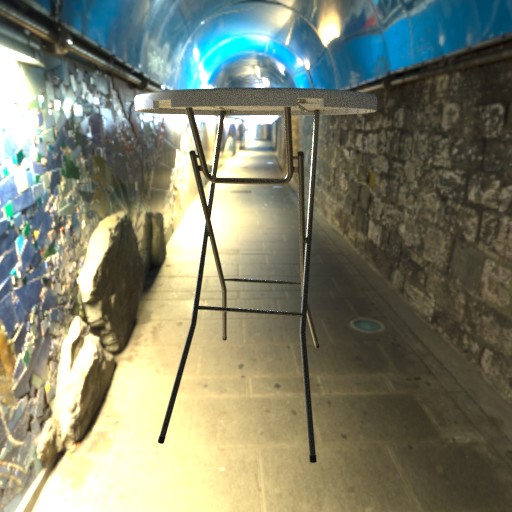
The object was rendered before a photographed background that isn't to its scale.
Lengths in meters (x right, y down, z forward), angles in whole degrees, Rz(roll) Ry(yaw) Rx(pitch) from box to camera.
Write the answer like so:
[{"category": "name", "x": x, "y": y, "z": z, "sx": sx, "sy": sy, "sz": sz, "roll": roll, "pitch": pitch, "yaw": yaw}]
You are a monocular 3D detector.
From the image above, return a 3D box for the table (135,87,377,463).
[{"category": "table", "x": 0.000, "y": 0.000, "z": 1.644, "sx": 0.792, "sy": 1.105, "sz": 0.795, "roll": 3, "pitch": 16, "yaw": 10}]
